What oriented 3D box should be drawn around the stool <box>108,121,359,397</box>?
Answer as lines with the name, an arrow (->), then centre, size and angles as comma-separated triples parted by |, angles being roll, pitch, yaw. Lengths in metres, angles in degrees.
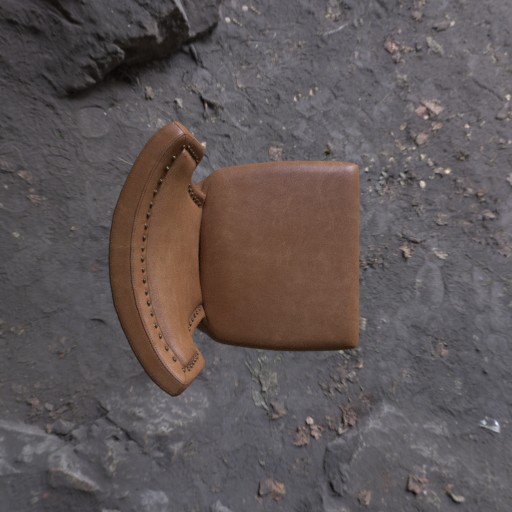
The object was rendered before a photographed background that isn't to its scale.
stool -> 0.000, 0.000, 1.292 | 0.563, 0.982, 0.526 | 0, 91, -1
